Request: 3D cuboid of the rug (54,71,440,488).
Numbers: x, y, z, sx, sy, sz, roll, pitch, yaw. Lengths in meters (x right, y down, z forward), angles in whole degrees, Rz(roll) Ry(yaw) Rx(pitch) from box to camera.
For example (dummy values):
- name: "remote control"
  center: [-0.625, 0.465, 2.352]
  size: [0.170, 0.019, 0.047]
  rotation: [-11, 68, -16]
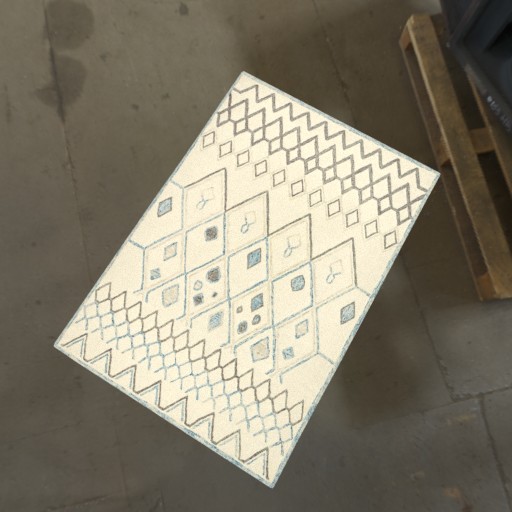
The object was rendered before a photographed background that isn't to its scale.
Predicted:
- name: "rug"
  center: [0.000, 0.000, 2.304]
  size: [1.260, 0.009, 1.820]
  rotation: [30, 78, 7]
